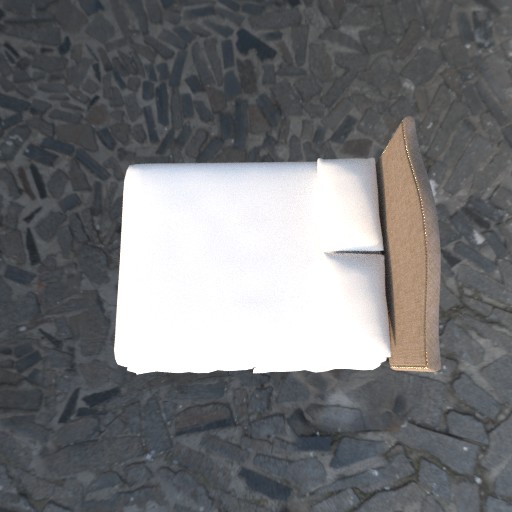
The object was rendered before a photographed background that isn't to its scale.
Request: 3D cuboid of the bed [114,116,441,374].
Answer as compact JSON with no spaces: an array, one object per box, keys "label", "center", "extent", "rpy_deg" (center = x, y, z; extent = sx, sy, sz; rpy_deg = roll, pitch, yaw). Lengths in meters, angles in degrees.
[{"label":"bed","center":[0.000,0.000,3.298],"extent":[2.153,1.518,1.713],"rpy_deg":[-1,76,0]}]
